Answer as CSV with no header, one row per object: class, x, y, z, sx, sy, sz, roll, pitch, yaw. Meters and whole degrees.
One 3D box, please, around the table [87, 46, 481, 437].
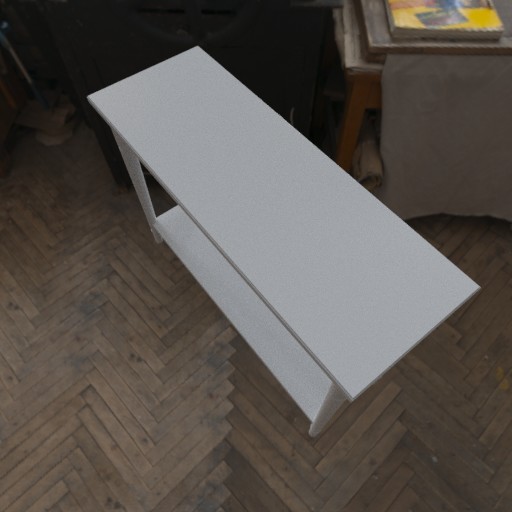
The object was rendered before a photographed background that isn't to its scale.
table,0.000,0.000,1.416,0.381,0.749,1.067,-34,65,-19
